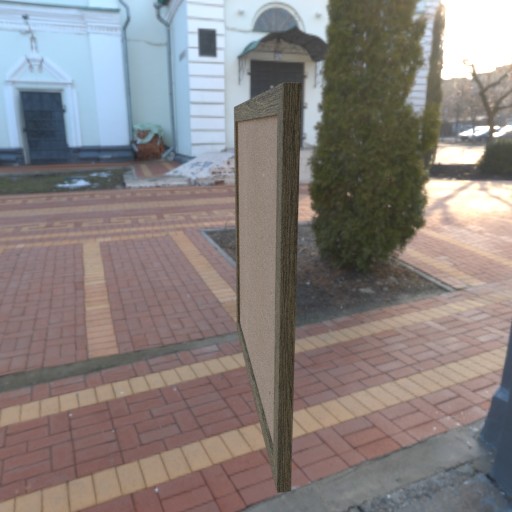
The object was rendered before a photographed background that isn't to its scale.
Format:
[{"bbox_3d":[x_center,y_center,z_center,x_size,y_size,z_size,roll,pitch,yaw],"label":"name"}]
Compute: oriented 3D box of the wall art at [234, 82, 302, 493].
[{"bbox_3d":[0.000,0.000,0.760,0.019,0.508,0.508,-2,16,-8],"label":"wall art"}]
